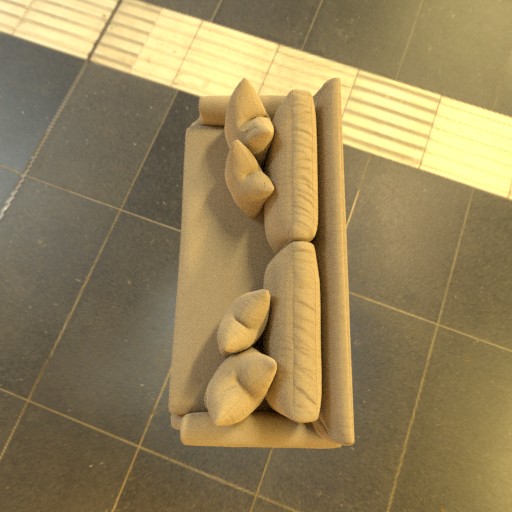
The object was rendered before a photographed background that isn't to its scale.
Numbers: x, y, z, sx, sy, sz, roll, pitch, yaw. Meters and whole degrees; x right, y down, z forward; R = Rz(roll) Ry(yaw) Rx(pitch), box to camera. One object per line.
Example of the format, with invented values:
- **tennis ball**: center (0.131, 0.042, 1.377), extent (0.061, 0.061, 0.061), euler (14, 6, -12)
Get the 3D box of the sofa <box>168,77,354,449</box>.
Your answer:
- **sofa**: center (0.000, 0.000, 2.872), extent (1.067, 0.904, 2.285), euler (1, 75, 0)
